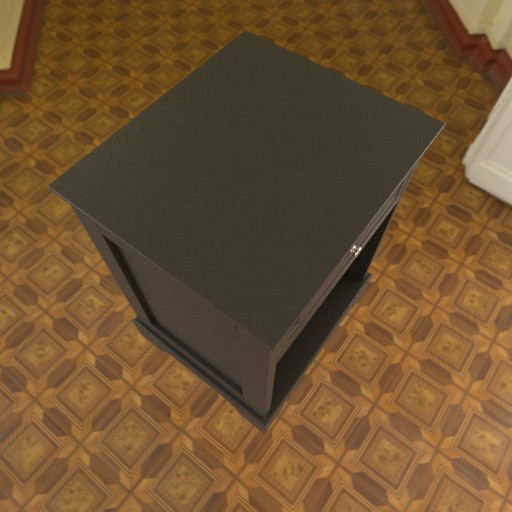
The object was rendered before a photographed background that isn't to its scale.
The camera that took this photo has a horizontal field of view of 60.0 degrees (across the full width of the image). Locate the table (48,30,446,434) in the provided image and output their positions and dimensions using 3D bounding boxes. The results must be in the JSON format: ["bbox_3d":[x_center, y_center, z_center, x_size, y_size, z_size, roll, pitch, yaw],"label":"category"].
[{"bbox_3d":[0.000,0.000,0.925,0.399,0.610,0.460,33,65,18],"label":"table"}]
